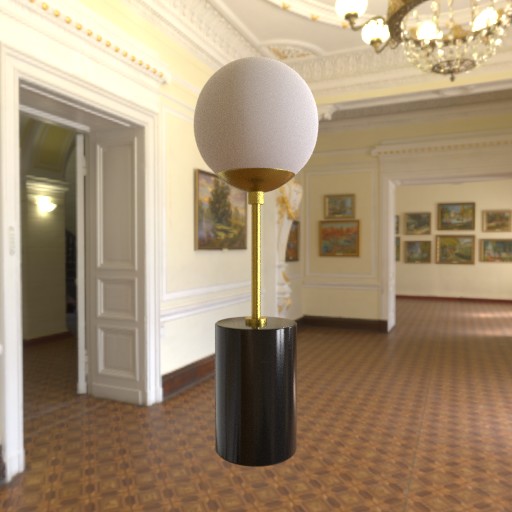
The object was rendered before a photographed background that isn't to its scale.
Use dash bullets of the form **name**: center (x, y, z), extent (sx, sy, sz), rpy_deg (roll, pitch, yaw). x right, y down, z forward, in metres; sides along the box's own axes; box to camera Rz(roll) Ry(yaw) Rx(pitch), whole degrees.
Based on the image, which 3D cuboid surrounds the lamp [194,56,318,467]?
- **lamp**: center (0.000, 0.000, 0.553), extent (0.153, 0.480, 0.153), rpy_deg (0, 1, 0)
